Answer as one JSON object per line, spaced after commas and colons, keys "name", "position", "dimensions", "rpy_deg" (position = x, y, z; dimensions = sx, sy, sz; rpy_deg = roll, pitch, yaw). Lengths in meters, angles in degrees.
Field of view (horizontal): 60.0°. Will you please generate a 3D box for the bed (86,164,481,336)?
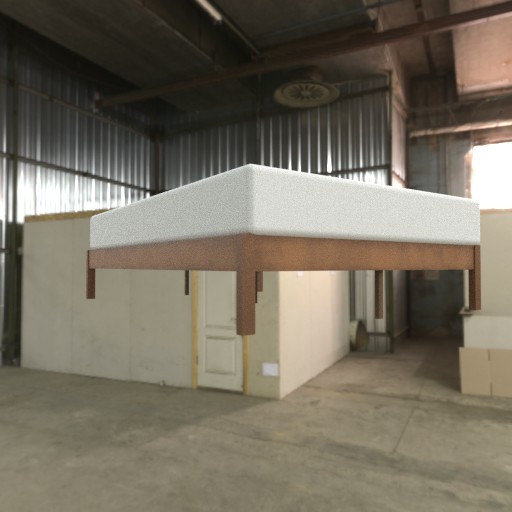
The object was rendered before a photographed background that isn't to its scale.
{"name": "bed", "position": [0.000, 0.000, 2.770], "dimensions": [1.529, 0.593, 2.050], "rpy_deg": [1, -1, -35]}
